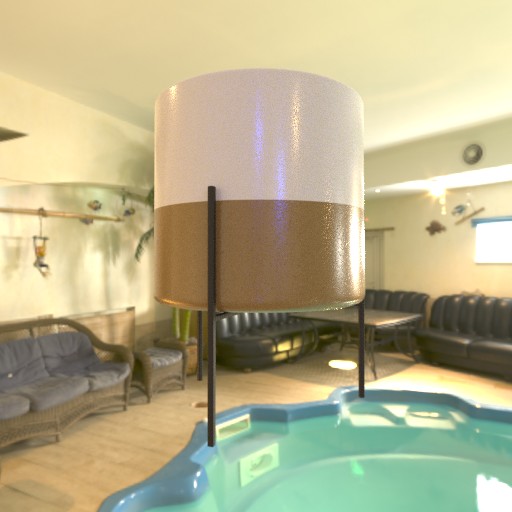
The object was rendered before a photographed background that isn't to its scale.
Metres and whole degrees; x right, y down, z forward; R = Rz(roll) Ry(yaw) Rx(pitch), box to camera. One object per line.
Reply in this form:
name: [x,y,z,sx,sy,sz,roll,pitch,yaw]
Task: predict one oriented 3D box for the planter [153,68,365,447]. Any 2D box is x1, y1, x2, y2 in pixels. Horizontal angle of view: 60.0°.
planter: [0.000,0.000,0.652,0.310,0.432,0.310,0,-1,35]
